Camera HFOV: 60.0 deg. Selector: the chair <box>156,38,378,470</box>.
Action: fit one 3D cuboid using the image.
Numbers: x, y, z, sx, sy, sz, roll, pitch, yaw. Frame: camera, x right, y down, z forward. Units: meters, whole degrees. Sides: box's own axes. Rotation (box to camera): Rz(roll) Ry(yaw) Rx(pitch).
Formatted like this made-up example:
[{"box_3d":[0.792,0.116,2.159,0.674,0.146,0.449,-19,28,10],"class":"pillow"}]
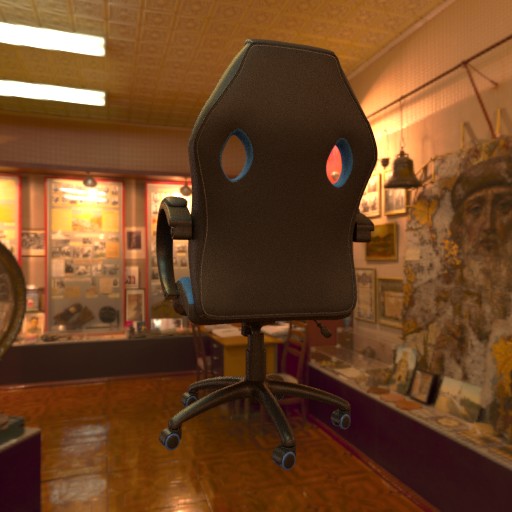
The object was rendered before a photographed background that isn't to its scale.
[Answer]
[{"box_3d":[0.000,0.000,1.544,0.673,1.187,0.724,0,-1,-17],"class":"chair"}]
